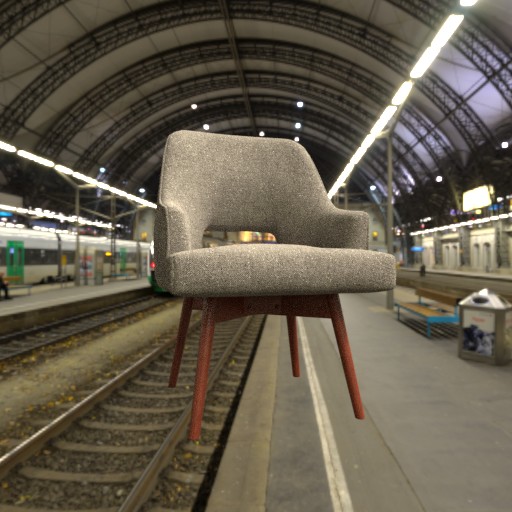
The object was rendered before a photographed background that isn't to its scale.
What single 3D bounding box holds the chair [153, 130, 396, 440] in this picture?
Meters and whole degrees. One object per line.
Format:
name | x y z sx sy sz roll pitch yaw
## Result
chair | 0.000 0.000 1.339 0.608 0.875 0.629 0 0 -17
